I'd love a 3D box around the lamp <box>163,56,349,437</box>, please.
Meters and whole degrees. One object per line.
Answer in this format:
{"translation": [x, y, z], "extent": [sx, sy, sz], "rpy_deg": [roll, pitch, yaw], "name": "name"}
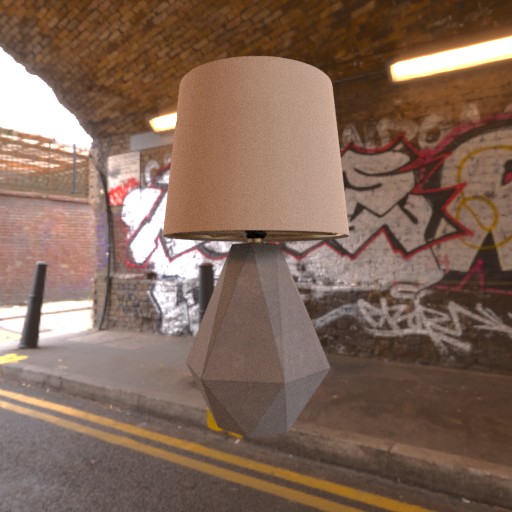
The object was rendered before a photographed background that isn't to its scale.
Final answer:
{"translation": [0.000, 0.000, 0.669], "extent": [0.276, 0.501, 0.276], "rpy_deg": [0, -1, 0], "name": "lamp"}
